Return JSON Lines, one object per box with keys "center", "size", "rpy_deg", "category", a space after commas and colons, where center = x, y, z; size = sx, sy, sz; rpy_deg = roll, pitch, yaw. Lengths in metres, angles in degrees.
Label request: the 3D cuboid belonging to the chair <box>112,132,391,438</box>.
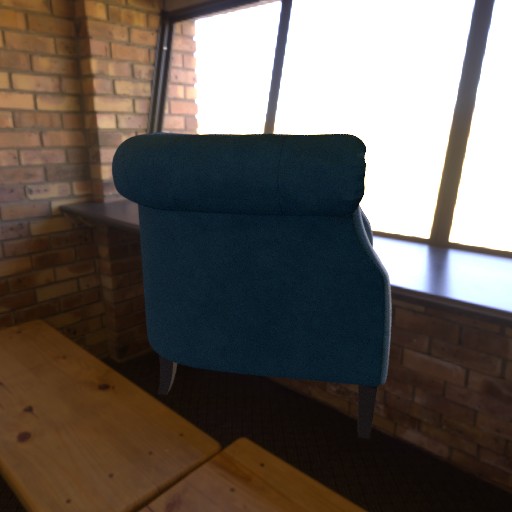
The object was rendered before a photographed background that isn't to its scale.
{"center": [0.000, 0.000, 1.537], "size": [0.851, 0.826, 0.904], "rpy_deg": [3, 16, 10], "category": "chair"}
